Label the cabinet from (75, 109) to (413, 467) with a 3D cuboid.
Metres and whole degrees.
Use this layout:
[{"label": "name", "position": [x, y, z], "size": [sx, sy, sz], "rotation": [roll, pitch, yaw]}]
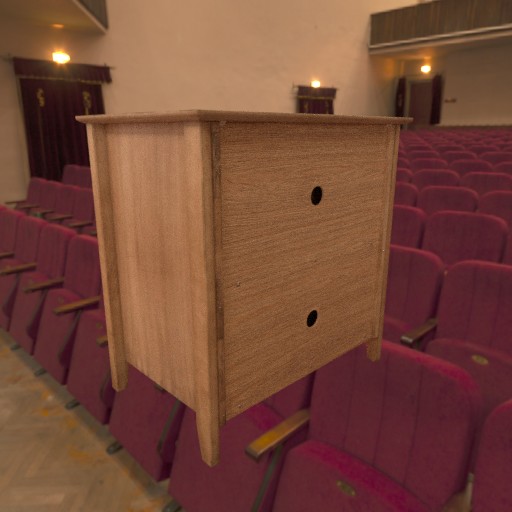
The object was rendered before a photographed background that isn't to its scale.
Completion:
[{"label": "cabinet", "position": [0.000, 0.000, 1.273], "size": [0.763, 0.762, 0.503], "rotation": [-15, 21, -42]}]
